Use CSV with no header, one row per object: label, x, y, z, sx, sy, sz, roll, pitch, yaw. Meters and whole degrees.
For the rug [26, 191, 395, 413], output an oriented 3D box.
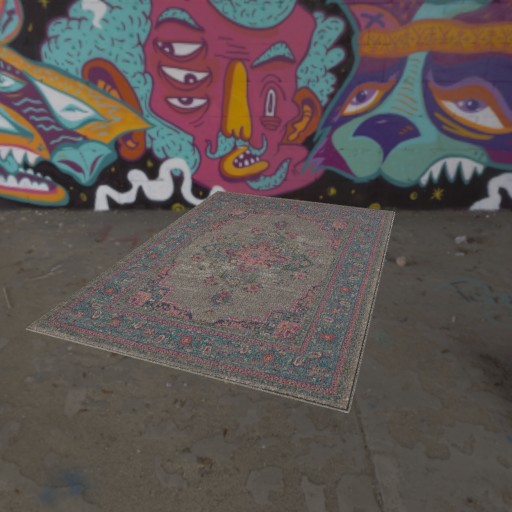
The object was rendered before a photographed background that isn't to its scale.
rug,0.000,0.000,3.659,2.005,0.013,2.890,9,28,18
